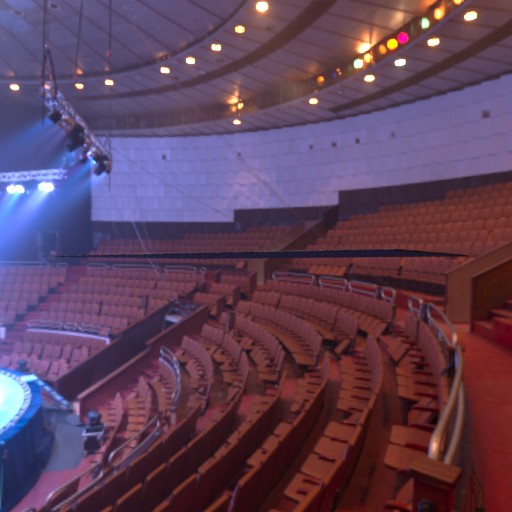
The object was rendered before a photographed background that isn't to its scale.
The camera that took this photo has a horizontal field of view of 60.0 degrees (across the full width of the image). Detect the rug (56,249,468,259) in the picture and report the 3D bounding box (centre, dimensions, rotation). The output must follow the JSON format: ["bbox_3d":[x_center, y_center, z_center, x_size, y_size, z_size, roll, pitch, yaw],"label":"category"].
[{"bbox_3d":[0.000,0.000,2.243,1.795,0.008,1.102,-1,-1,35],"label":"rug"}]
